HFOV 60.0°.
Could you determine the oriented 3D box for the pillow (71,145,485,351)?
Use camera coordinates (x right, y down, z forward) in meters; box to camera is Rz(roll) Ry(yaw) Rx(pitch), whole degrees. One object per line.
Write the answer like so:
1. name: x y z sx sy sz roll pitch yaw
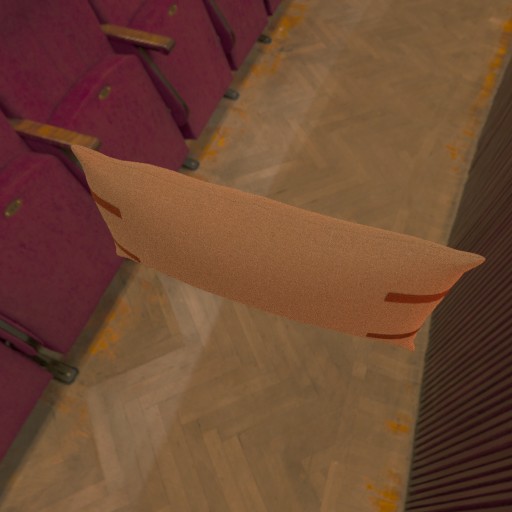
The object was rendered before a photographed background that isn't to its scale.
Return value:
1. pillow: 0.000 0.000 0.733 0.612 0.308 0.148 17 59 11
